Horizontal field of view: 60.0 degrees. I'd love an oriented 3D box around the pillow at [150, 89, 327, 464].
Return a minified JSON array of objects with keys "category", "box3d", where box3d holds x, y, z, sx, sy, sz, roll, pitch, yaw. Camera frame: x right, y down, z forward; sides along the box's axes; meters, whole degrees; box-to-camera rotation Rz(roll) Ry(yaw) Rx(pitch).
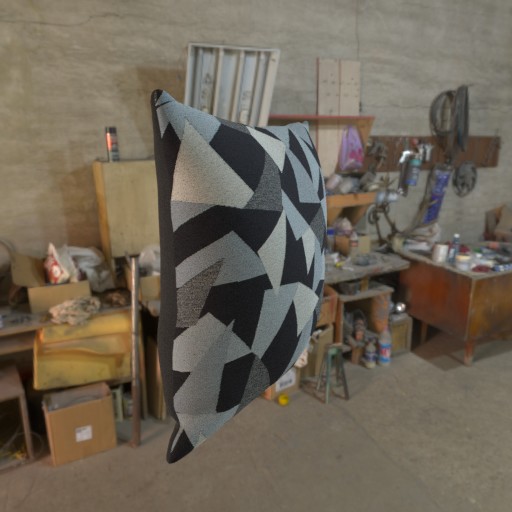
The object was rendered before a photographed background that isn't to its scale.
[{"category":"pillow","box3d":[0.000,0.000,0.771,0.208,0.496,0.503,7,15,27]}]
